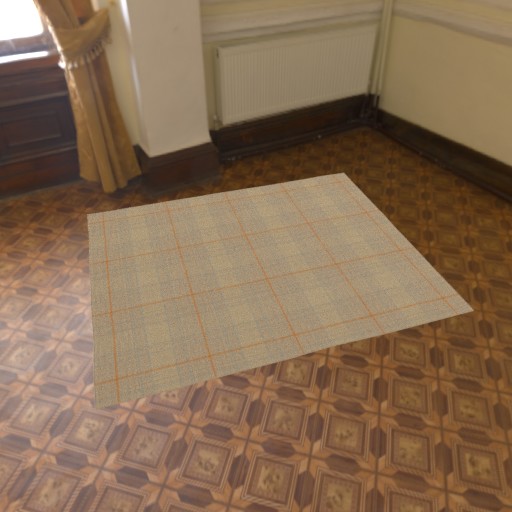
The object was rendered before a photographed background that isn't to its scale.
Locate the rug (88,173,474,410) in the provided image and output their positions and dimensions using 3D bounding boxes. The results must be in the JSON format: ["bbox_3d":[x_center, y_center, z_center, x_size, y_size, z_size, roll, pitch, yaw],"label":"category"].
[{"bbox_3d":[0.000,0.000,4.242,3.051,0.021,2.448,-11,41,-13],"label":"rug"}]
